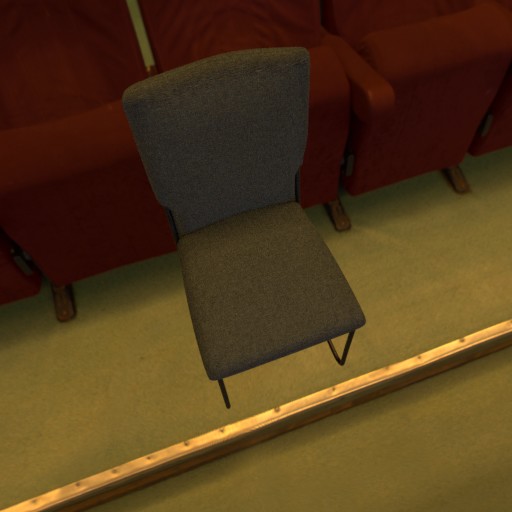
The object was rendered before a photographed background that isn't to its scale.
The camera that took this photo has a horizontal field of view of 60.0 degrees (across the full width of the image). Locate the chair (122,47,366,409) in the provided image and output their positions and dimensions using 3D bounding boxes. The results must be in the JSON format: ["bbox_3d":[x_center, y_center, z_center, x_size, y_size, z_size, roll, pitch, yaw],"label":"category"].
[{"bbox_3d":[0.000,0.000,1.301,0.480,0.931,0.635,-18,65,-9],"label":"chair"}]
